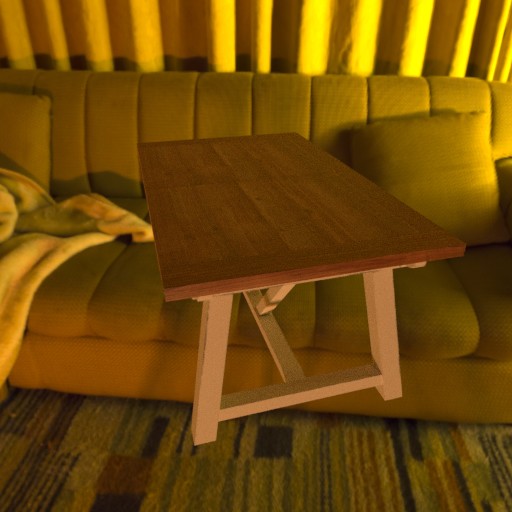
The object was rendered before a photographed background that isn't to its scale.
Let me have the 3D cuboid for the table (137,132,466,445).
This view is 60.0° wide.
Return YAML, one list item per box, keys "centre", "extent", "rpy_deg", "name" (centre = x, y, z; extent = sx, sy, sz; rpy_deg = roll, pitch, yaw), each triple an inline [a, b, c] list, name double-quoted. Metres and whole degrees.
- centre: [0.000, 0.000, 2.067]
  extent: [0.922, 0.743, 1.503]
  rpy_deg: [-8, 30, -14]
  name: "table"
